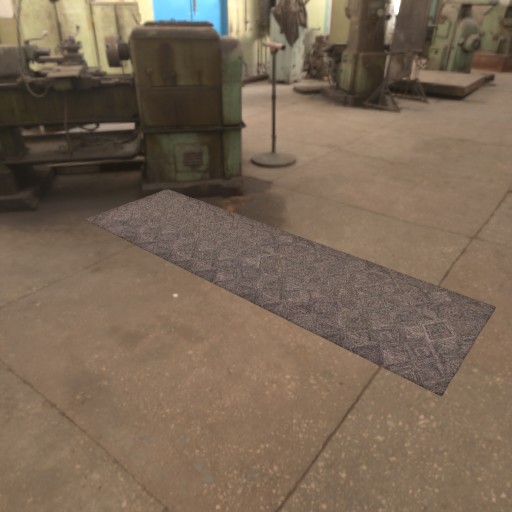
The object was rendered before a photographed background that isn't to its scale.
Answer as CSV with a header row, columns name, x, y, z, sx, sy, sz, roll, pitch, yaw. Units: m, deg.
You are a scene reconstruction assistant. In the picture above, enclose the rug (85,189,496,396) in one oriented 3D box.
name,x,y,z,sx,sy,sz,roll,pitch,yaw
rug,0.000,0.000,2.438,2.296,0.011,0.691,23,37,34
